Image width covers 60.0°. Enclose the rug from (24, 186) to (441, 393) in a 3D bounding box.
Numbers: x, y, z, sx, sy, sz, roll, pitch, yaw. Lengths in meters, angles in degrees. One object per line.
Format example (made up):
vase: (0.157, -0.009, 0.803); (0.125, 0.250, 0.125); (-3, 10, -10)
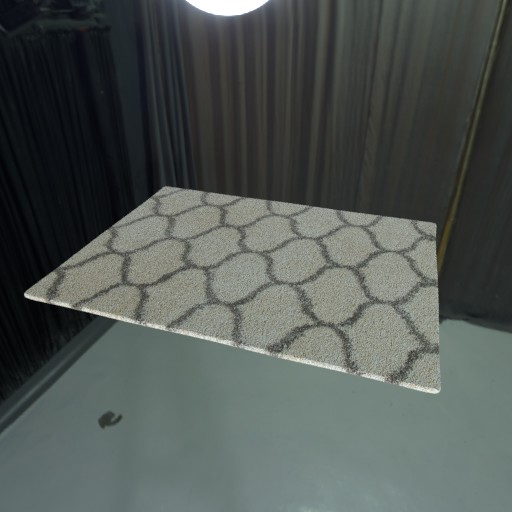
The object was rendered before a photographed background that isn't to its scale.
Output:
rug: (0.000, 0.000, 2.067); (1.600, 0.025, 1.200); (10, 33, 16)
